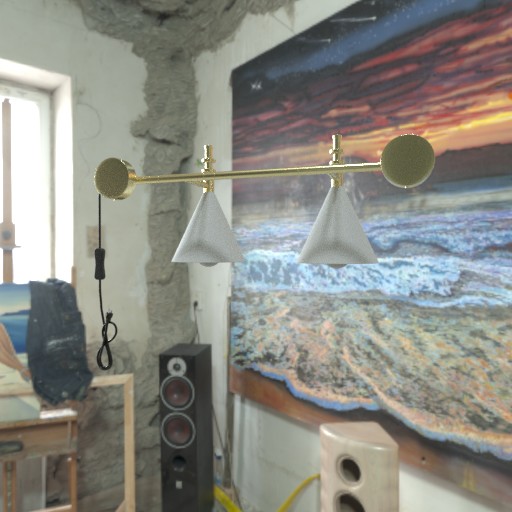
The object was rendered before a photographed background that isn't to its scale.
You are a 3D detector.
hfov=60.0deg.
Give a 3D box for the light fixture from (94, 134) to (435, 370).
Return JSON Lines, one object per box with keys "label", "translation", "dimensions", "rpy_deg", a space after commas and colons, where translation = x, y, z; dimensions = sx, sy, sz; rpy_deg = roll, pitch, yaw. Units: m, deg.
{"label": "light fixture", "translation": [0.000, 0.000, 0.874], "dimensions": [0.642, 0.468, 0.239], "rpy_deg": [0, 1, 19]}
